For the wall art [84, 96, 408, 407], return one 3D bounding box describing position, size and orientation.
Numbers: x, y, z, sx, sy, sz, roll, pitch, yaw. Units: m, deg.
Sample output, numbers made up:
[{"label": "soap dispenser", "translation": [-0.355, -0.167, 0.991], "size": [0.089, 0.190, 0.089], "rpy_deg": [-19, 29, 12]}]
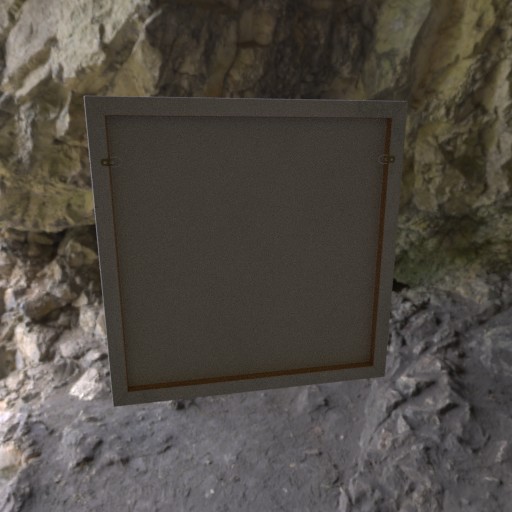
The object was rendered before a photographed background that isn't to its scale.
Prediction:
[{"label": "wall art", "translation": [0.000, 0.000, 1.139], "size": [0.762, 0.762, 0.041], "rpy_deg": [-3, 15, -11]}]
